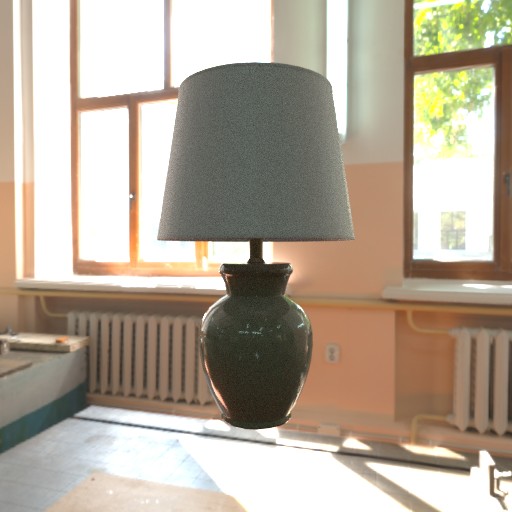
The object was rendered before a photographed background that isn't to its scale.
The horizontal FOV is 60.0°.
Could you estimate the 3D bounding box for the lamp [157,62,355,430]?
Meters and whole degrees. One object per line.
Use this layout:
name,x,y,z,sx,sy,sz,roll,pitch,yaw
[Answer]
lamp,0.000,0.000,0.549,0.239,0.399,0.239,0,1,0
